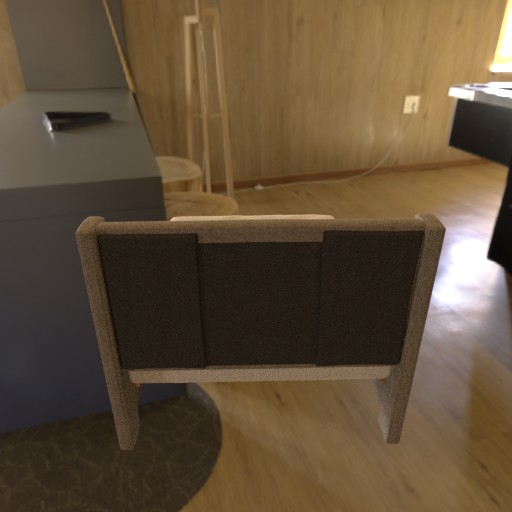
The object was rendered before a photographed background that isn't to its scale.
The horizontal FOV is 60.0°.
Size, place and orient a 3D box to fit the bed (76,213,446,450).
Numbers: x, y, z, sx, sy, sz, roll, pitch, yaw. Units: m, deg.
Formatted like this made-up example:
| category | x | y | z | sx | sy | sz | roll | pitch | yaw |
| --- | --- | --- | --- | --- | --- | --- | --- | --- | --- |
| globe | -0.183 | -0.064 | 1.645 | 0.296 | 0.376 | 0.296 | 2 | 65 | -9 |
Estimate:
| category | x | y | z | sx | sy | sz | roll | pitch | yaw |
| --- | --- | --- | --- | --- | --- | --- | --- | --- | --- |
| bed | 0.000 | 0.000 | 3.358 | 1.714 | 1.476 | 2.245 | -1 | 28 | -1 |
